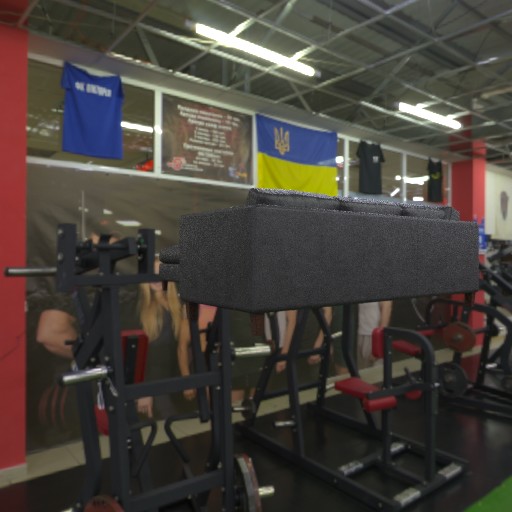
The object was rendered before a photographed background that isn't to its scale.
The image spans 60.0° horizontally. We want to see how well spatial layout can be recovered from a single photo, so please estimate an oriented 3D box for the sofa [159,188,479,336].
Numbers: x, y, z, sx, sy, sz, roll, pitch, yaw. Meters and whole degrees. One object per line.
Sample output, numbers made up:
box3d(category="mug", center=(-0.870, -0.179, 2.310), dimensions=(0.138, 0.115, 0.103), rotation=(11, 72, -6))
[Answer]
box3d(category="sofa", center=(0.000, 0.000, 4.518), dimensions=(2.452, 0.891, 3.324), rotation=(0, 0, -36))
